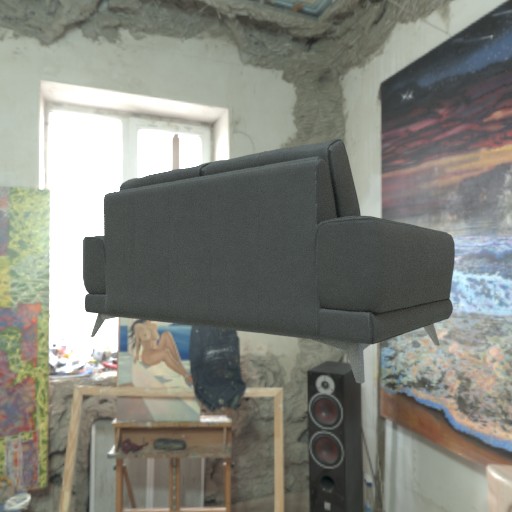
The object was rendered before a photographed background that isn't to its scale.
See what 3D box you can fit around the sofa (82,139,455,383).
[{"bbox_3d":[0.000,0.000,2.381,1.806,0.907,1.018,-1,-2,38],"label":"sofa"}]
